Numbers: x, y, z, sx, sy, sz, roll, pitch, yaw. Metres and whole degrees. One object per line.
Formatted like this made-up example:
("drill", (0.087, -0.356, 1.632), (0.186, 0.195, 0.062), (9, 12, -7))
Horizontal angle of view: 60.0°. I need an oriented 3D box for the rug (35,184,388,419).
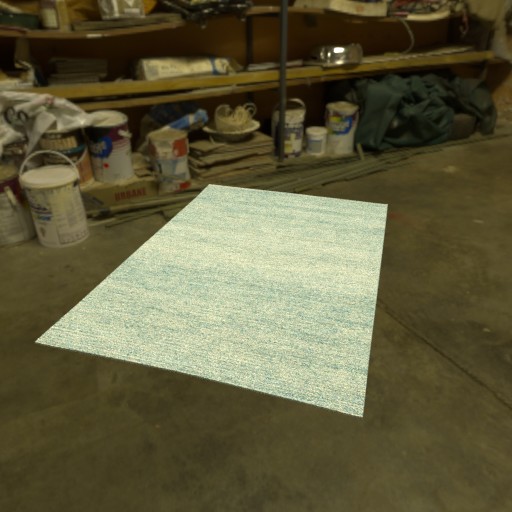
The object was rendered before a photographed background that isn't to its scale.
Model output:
("rug", (0.000, 0.000, 2.959), (1.613, 0.030, 2.306), (9, 31, 15))
